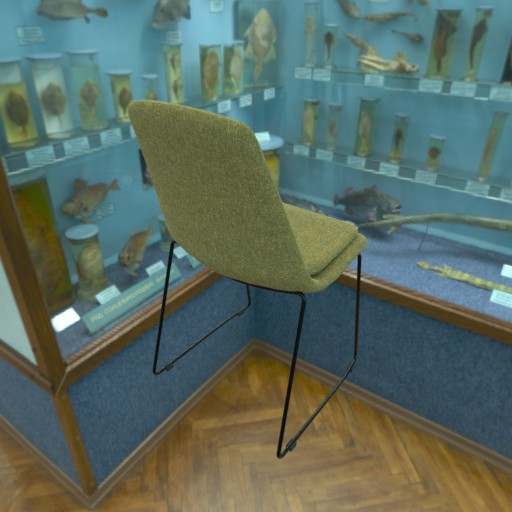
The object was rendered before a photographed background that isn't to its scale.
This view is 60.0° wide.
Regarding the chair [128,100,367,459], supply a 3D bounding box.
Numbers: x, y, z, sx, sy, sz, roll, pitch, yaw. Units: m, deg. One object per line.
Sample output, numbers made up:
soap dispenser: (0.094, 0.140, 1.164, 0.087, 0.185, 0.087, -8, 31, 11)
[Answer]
chair: (0.000, 0.000, 1.160, 0.479, 0.849, 0.496, 22, 37, 32)
